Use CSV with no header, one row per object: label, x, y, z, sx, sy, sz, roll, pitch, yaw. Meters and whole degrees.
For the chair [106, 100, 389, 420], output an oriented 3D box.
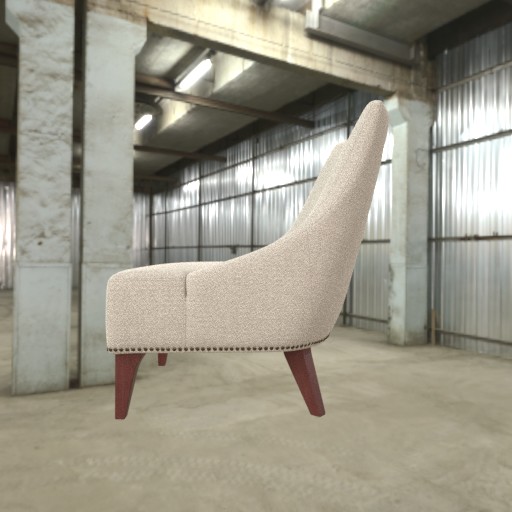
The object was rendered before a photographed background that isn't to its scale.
chair,0.000,0.000,1.540,0.861,0.909,0.701,0,0,-1
